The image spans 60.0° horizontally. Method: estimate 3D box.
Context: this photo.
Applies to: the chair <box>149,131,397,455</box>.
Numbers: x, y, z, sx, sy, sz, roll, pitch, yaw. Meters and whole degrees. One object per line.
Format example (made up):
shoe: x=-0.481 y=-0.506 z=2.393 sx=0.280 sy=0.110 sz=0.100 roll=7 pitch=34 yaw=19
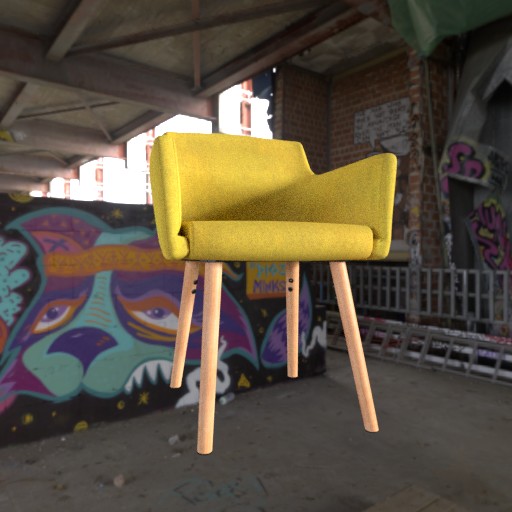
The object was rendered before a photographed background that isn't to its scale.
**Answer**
chair: x=0.000 y=0.000 z=1.193 sx=0.570 sy=0.780 sz=0.570 roll=0 pitch=0 yaw=-17
